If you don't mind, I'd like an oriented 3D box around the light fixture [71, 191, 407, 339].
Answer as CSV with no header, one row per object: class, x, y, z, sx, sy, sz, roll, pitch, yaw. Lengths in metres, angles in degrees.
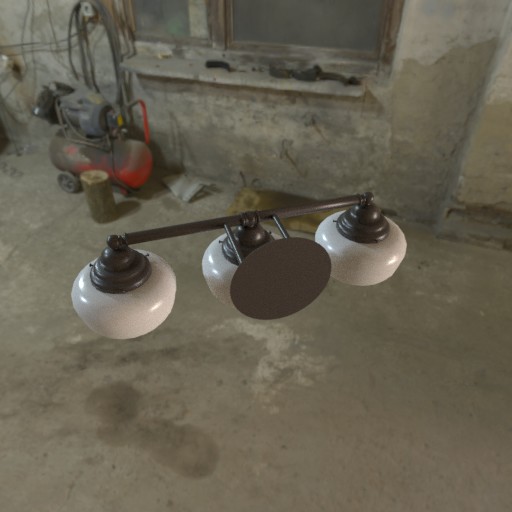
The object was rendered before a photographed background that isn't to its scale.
light fixture,0.000,0.000,0.713,0.587,0.242,0.239,-11,40,-13
